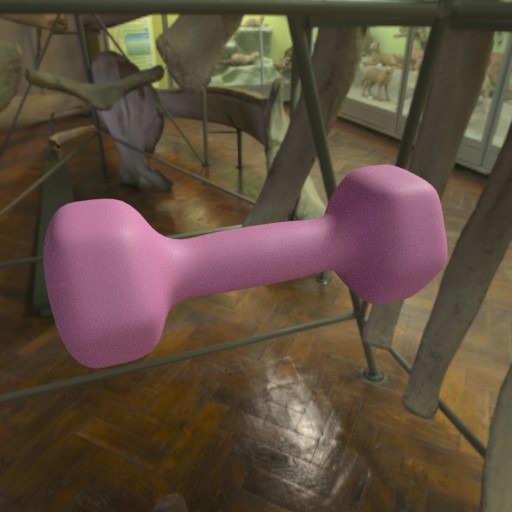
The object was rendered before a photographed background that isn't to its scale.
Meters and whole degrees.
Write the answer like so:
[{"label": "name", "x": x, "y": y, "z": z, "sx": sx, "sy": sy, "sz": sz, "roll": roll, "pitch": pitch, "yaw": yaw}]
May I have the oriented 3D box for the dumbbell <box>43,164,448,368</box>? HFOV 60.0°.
[{"label": "dumbbell", "x": 0.000, "y": 0.000, "z": 0.185, "sx": 0.159, "sy": 0.058, "sz": 0.064, "roll": -10, "pitch": 31, "yaw": -16}]
